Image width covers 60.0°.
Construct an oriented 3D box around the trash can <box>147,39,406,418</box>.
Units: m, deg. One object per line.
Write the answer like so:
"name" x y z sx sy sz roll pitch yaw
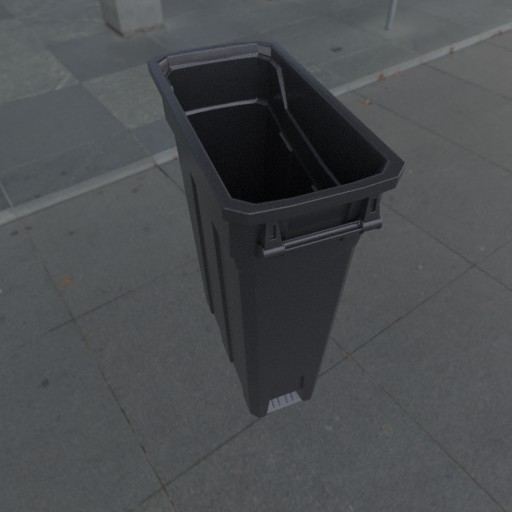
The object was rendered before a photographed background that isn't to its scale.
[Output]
"trash can" 0.000 0.000 1.040 0.281 0.762 0.559 -16 48 -14
